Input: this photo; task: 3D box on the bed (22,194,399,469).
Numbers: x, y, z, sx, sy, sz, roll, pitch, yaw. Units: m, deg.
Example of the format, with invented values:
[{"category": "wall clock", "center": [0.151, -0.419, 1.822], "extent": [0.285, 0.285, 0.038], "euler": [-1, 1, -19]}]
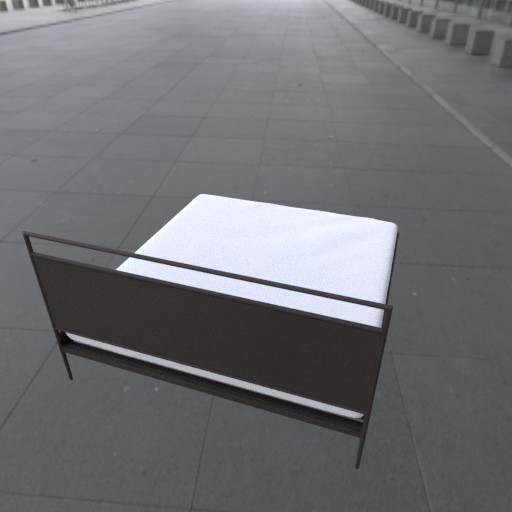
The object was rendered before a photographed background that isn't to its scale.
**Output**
[{"category": "bed", "center": [0.000, 0.000, 3.335], "extent": [1.993, 1.173, 2.151], "euler": [11, 34, 16]}]
